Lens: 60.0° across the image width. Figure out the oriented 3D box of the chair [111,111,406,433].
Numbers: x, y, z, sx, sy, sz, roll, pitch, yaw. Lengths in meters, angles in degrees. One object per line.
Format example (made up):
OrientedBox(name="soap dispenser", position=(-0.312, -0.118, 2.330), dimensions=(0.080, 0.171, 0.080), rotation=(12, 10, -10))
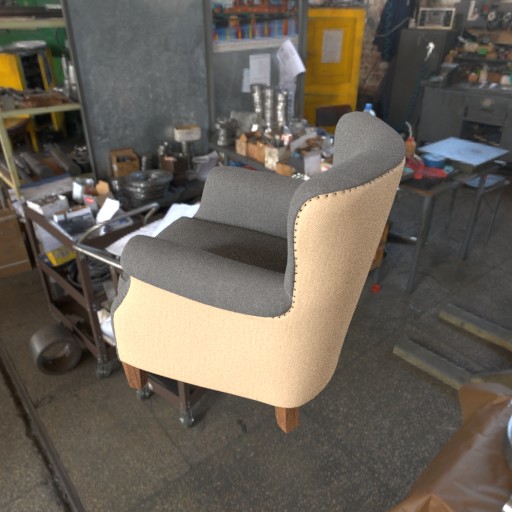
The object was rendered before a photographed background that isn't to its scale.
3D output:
OrientedBox(name="chair", position=(0.000, 0.000, 1.634), dimensions=(0.921, 0.936, 0.861), rotation=(9, 31, 15))
